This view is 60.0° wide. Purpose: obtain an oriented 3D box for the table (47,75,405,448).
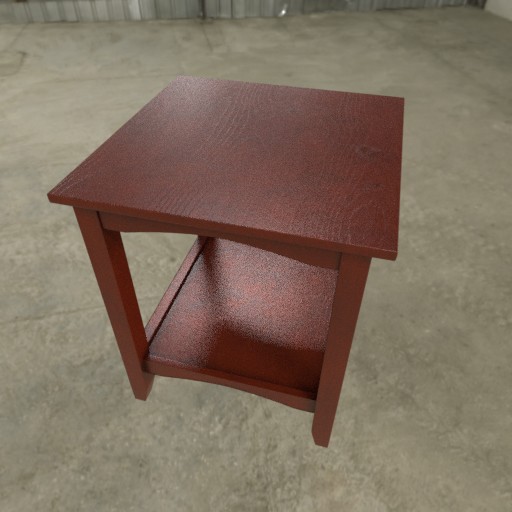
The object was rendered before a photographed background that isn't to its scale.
[{"bbox_3d":[0.000,0.000,0.965,0.522,0.558,0.523,12,43,13],"label":"table"}]
